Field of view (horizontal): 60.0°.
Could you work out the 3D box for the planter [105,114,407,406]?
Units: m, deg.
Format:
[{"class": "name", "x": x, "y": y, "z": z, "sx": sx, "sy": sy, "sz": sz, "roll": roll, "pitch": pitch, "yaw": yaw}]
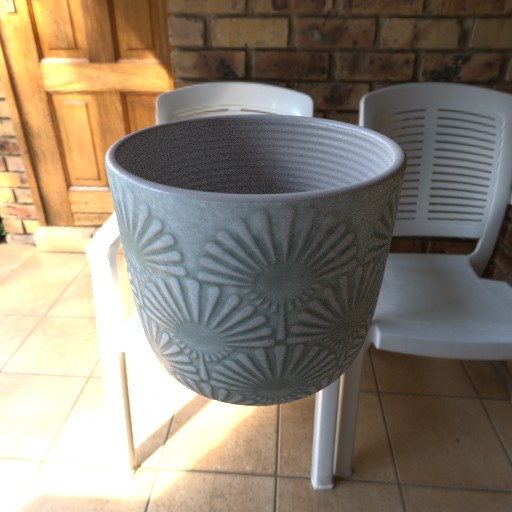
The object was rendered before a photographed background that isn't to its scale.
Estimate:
[{"class": "planter", "x": 0.000, "y": 0.000, "z": 0.215, "sx": 0.124, "sy": 0.109, "sz": 0.124, "roll": 0, "pitch": 29, "yaw": 0}]
